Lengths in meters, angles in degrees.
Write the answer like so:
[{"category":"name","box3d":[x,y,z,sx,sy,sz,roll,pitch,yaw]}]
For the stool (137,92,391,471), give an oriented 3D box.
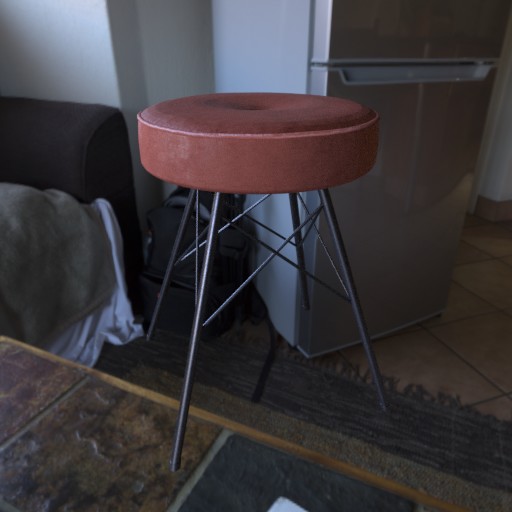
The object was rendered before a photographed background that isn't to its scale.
[{"category":"stool","box3d":[0.000,0.000,0.892,0.457,0.593,0.421,-8,28,-16]}]
